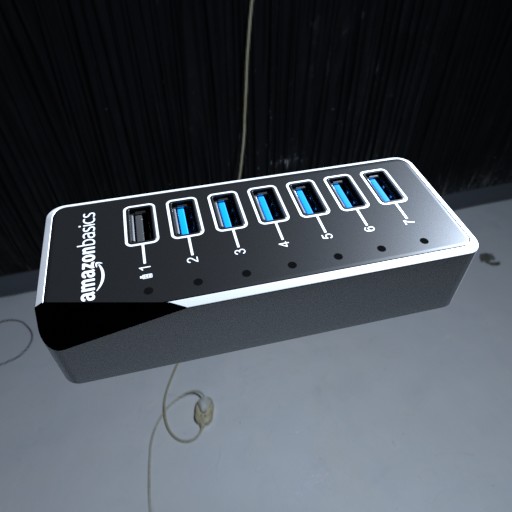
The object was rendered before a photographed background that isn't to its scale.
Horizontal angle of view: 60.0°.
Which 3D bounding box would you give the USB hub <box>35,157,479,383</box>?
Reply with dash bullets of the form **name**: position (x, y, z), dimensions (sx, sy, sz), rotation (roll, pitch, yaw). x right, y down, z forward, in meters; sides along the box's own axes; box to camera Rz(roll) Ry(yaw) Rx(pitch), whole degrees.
- **USB hub**: position (0.000, 0.000, 0.126), dimensions (0.110, 0.023, 0.044), rotation (-10, 47, -9)
